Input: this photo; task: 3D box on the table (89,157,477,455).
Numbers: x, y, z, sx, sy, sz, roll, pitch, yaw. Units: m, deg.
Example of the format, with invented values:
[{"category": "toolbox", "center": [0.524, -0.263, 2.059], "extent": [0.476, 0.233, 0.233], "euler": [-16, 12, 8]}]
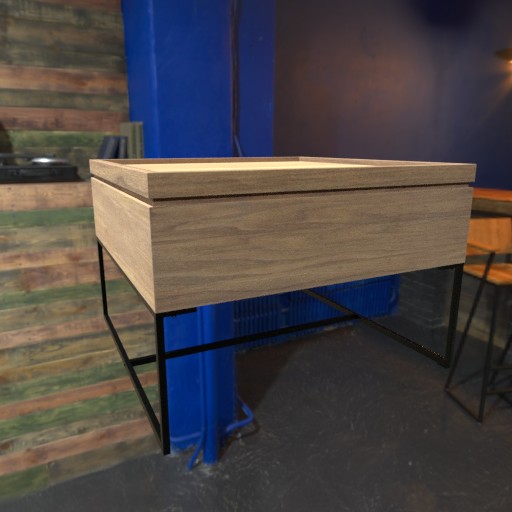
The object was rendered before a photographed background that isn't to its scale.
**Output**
[{"category": "table", "center": [0.000, 0.000, 1.113], "extent": [0.679, 0.464, 0.676], "euler": [-7, 16, -26]}]
